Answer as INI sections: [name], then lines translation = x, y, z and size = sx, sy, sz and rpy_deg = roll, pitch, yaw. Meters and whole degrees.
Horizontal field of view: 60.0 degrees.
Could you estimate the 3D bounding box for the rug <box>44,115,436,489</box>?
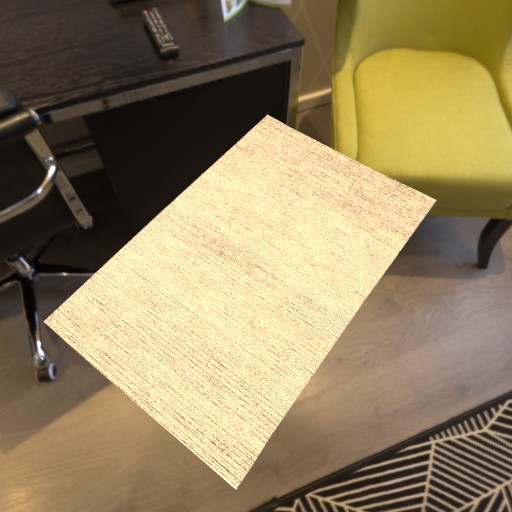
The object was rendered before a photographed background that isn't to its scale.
[rug]
translation = 0.000, 0.000, 2.245
size = 1.149, 0.021, 1.773
rpy_deg = 33, 64, 18
